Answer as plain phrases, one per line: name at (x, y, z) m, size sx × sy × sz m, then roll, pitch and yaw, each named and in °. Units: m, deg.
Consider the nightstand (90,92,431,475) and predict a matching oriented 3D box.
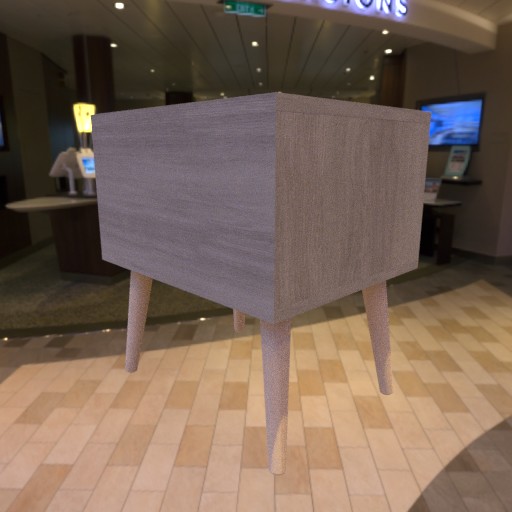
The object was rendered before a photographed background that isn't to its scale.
nightstand at (0.000, 0.000, 0.816) m, size 0.380 × 0.500 × 0.450 m, roll -13°, pitch 19°, yaw -43°
